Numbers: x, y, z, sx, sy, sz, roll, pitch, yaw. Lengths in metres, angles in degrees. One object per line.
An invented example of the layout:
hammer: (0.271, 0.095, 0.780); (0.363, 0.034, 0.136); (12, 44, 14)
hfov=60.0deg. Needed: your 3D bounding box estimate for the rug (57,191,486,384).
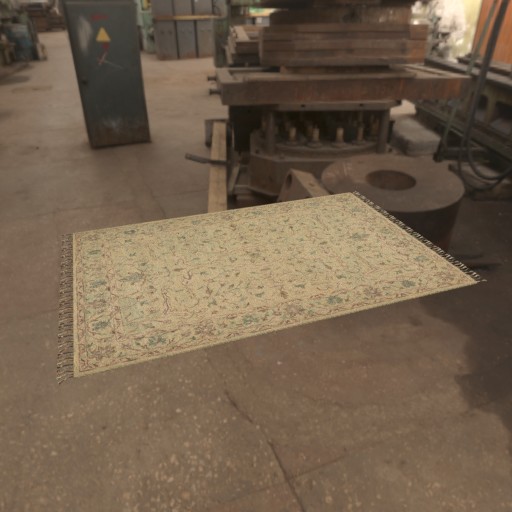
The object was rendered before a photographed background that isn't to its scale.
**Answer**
rug: (0.000, 0.000, 2.945); (2.435, 0.010, 1.544); (-10, 32, -17)
